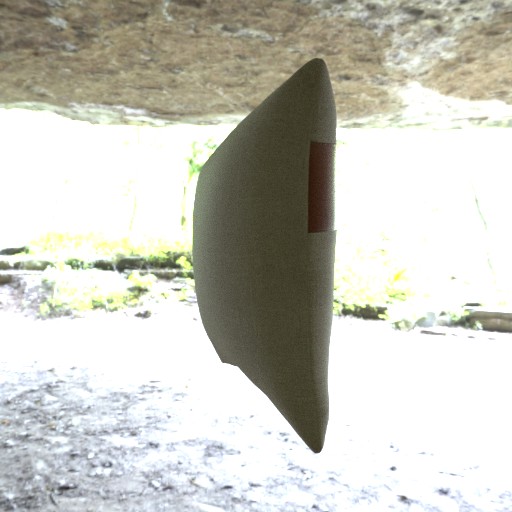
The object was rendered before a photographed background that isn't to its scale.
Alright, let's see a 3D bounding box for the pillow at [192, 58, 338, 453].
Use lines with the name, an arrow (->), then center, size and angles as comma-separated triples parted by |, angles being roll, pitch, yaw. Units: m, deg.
pillow -> 0.000, 0.000, 0.636 | 0.173, 0.399, 0.414 | 0, 0, -18
